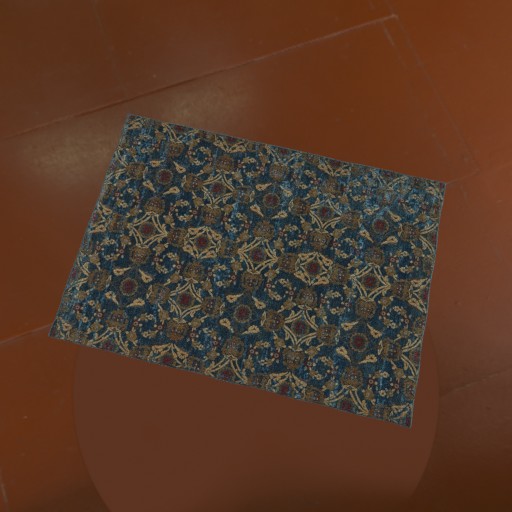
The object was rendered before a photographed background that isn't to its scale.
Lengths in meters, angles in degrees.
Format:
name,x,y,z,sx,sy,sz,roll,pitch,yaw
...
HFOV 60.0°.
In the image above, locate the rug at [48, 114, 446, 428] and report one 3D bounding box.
name,x,y,z,sx,sy,sz,roll,pitch,yaw
rug,0.000,0.000,4.183,3.291,0.013,2.337,13,75,4
